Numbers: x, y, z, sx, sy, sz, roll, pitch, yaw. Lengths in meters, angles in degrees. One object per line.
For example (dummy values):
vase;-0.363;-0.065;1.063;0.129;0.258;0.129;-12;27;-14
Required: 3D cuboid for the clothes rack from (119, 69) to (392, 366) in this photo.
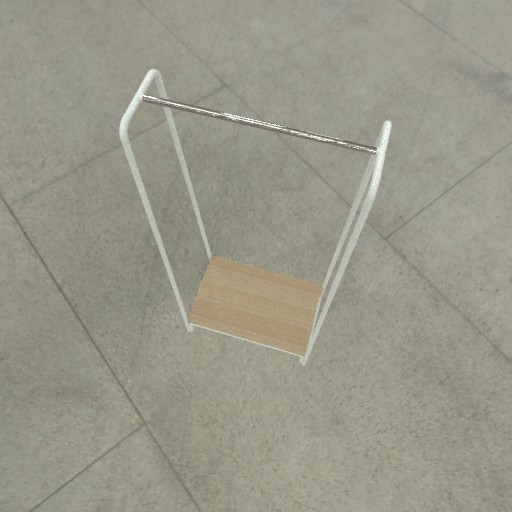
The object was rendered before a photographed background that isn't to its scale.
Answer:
clothes rack;0.000;0.000;1.748;0.640;1.500;0.400;15;65;7
